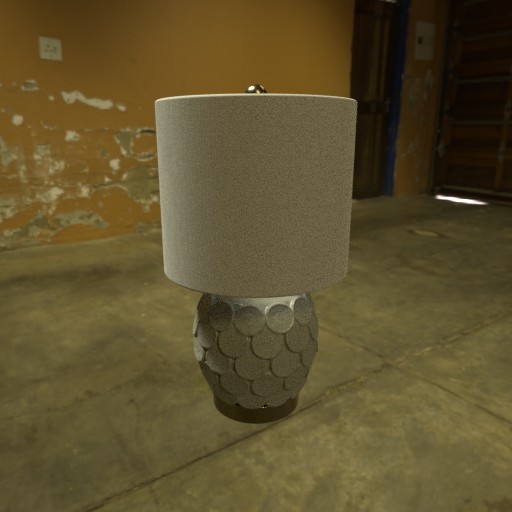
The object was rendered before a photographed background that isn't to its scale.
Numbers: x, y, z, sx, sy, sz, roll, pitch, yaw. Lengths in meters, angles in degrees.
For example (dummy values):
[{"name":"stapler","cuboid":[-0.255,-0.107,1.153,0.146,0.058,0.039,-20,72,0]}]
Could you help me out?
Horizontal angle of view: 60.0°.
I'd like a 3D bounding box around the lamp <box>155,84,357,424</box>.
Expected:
[{"name":"lamp","cuboid":[0.000,0.000,0.623,0.254,0.452,0.254,0,15,0]}]
